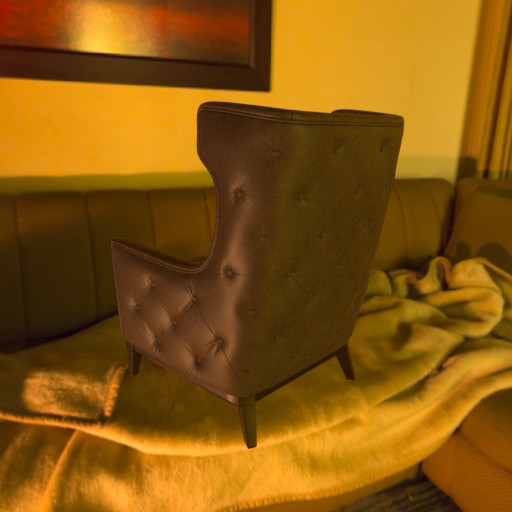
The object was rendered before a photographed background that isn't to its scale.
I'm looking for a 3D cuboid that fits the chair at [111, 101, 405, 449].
[{"bbox_3d":[0.000,0.000,1.697,0.769,1.079,0.899,-15,21,-43],"label":"chair"}]
